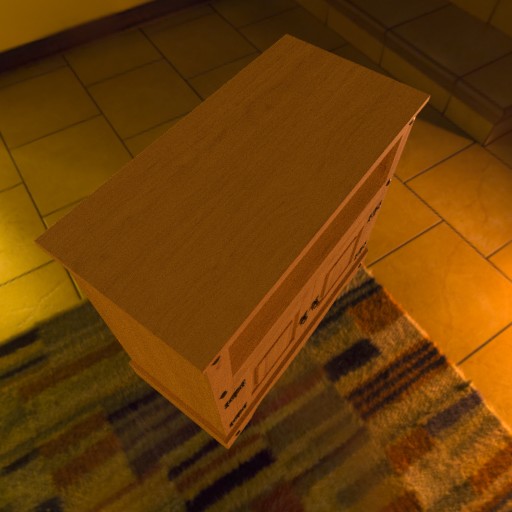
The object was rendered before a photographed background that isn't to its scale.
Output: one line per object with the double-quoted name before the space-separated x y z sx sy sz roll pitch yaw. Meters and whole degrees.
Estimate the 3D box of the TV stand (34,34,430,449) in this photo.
"TV stand" 0.000 0.000 1.295 0.430 0.787 0.851 32 63 19
